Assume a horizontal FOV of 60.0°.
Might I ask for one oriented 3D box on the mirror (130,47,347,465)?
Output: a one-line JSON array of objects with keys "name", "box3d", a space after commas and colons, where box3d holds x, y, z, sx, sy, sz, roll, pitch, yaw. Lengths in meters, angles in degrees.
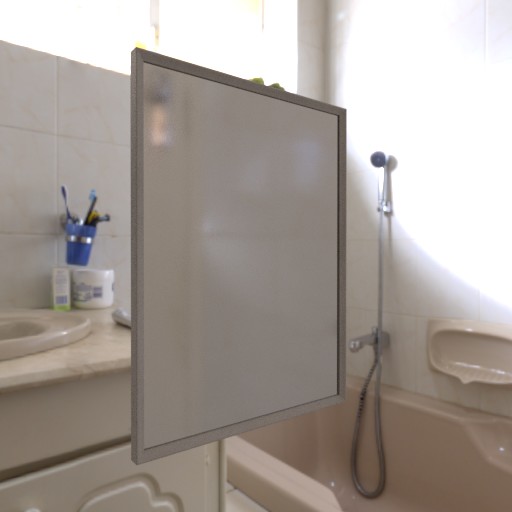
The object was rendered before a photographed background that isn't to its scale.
[{"name": "mirror", "box3d": [0.000, 0.000, 1.323, 0.762, 1.016, 0.041, 0, 0, -38]}]
